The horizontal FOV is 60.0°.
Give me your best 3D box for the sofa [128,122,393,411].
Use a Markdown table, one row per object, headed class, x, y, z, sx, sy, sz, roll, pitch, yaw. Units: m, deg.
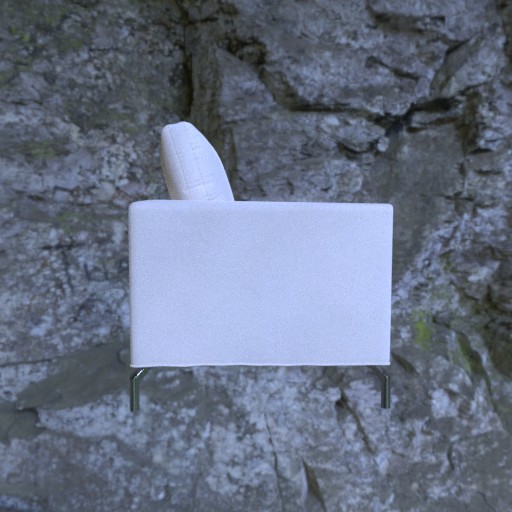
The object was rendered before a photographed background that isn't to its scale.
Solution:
| class | x | y | z | sx | sy | sz | roll | pitch | yaw |
| --- | --- | --- | --- | --- | --- | --- | --- | --- | --- |
| sofa | 0.000 | 0.000 | 2.331 | 0.906 | 0.995 | 1.739 | 0 | 2 | -2 |
